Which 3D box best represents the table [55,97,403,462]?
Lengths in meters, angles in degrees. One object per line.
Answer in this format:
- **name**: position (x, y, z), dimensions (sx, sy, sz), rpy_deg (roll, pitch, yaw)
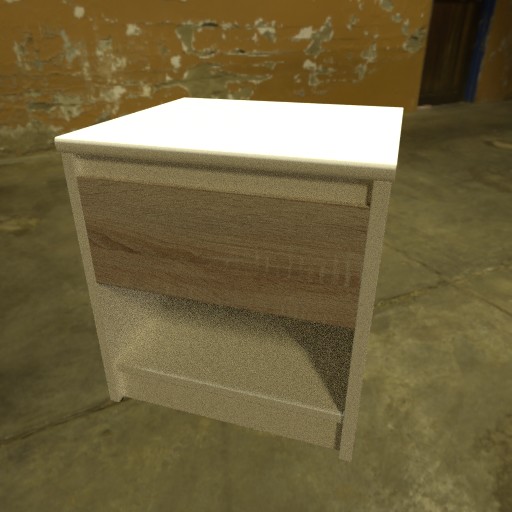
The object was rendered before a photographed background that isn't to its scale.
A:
- **table**: position (0.000, 0.000, 0.773), dimensions (0.420, 0.460, 0.380), rpy_deg (8, 28, 15)
